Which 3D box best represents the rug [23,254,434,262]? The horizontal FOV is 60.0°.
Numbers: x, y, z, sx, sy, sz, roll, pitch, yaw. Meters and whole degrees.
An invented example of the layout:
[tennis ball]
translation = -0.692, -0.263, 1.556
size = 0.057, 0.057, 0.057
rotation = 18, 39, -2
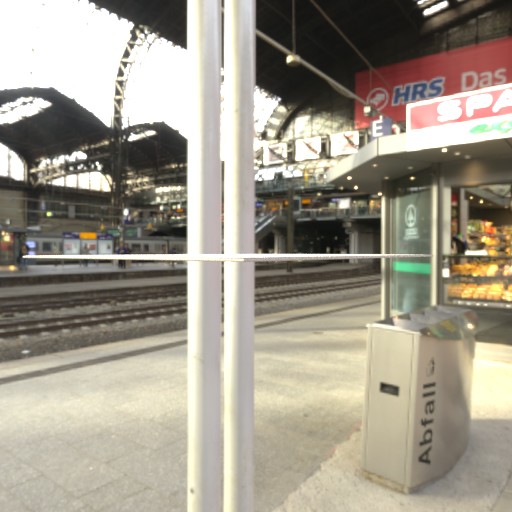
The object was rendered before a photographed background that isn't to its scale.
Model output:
[rug]
translation = 0.000, 0.000, 2.875
size = 1.608, 0.014, 2.213
rotation = 0, 1, 38
